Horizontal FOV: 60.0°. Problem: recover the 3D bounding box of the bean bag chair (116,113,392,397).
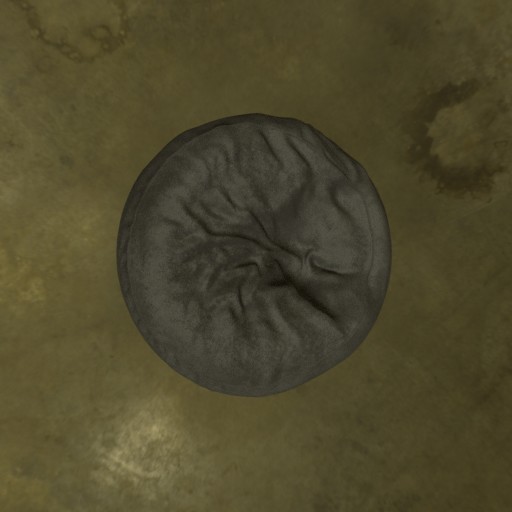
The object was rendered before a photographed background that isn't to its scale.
[{"bbox_3d":[0.000,0.000,2.448,1.525,0.751,1.525,0,90,-2],"label":"bean bag chair"}]
